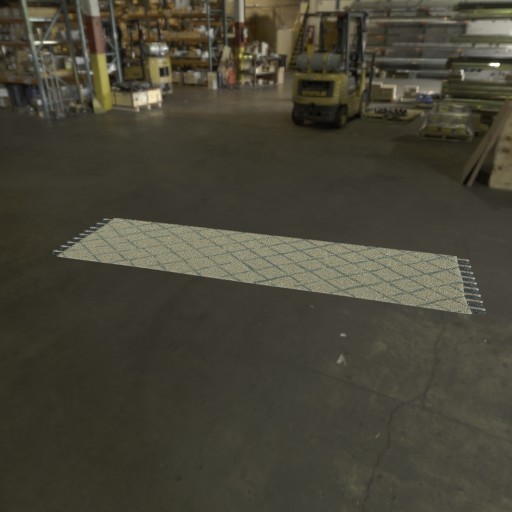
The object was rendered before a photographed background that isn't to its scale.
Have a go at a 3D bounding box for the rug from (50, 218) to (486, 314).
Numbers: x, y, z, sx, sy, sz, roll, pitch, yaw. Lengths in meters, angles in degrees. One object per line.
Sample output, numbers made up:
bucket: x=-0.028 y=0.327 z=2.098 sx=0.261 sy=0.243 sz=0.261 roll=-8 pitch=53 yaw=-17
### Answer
rug: x=0.000 y=0.000 z=2.579 sx=2.372 sy=0.008 sz=0.620 roll=7 pitch=27 yaw=14
